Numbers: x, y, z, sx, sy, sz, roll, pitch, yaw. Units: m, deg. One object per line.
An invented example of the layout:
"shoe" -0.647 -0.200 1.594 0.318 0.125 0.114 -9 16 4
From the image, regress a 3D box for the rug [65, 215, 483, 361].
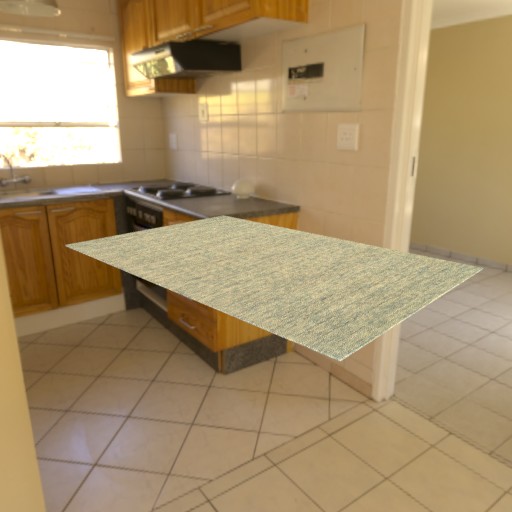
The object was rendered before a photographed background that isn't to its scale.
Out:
"rug" 0.000 0.000 2.195 1.752 0.006 1.142 15 22 42
